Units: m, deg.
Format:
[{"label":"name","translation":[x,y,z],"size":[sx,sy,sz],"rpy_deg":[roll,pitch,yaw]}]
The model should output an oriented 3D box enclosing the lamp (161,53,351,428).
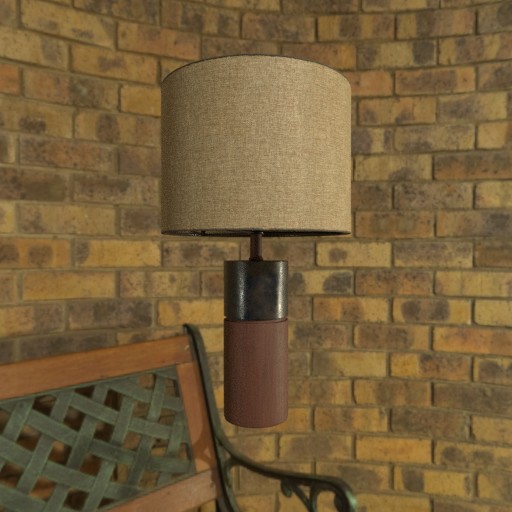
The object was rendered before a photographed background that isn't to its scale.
[{"label":"lamp","translation":[0.000,0.000,0.483],"size":[0.202,0.350,0.202],"rpy_deg":[0,1,0]}]
